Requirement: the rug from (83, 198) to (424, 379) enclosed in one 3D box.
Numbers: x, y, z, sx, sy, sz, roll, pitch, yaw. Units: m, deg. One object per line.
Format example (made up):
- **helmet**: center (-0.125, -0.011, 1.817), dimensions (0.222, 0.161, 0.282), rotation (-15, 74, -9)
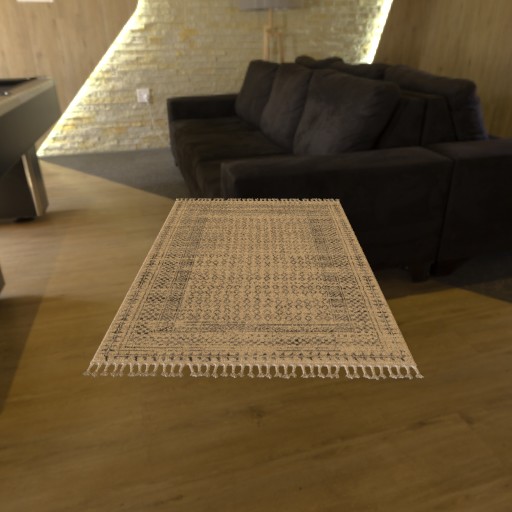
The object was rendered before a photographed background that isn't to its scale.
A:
- **rug**: center (0.000, 0.000, 3.101), dimensions (1.548, 0.013, 2.486), rotation (0, 26, 1)
